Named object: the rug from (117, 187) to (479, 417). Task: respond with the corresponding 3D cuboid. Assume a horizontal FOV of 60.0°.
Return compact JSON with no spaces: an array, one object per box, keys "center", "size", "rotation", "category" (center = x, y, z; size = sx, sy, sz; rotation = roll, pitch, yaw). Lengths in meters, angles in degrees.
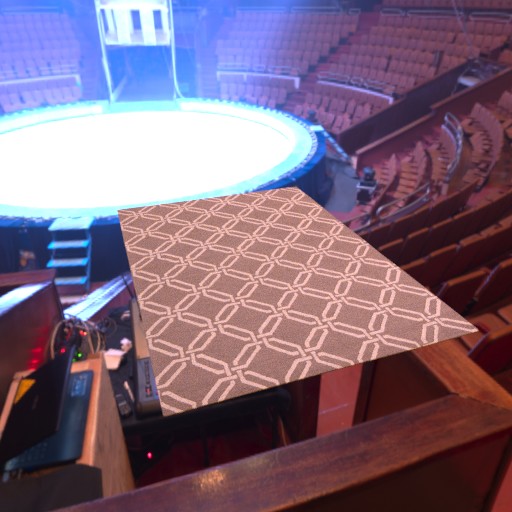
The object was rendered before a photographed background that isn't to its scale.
[{"center":[0.000,0.000,4.466],"size":[2.441,0.020,3.419],"rotation":[-10,31,-17],"category":"rug"}]
